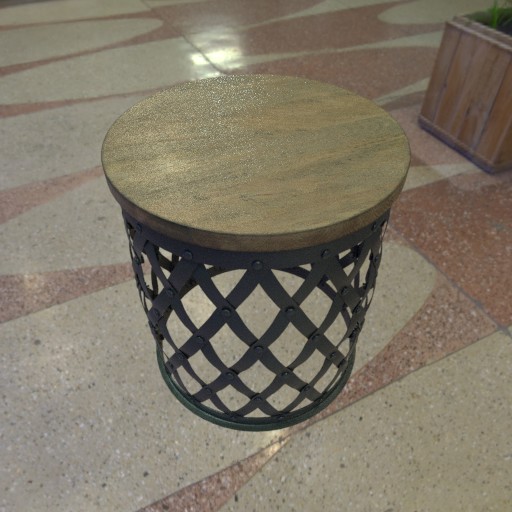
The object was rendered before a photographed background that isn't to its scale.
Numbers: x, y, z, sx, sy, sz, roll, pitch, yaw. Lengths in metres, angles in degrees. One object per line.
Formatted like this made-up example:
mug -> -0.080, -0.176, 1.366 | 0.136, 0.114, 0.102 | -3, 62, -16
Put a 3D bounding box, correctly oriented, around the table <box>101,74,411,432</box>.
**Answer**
table -> 0.000, 0.000, 0.753 | 0.405, 0.454, 0.405 | 0, 44, 0
